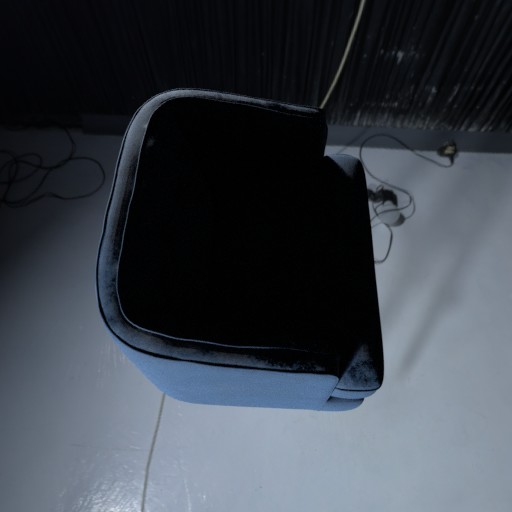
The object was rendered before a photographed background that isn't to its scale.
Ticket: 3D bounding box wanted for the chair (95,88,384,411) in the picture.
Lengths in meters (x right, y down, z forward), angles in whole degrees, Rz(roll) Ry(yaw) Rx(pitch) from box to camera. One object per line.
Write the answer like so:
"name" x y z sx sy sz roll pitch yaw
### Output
"chair" 0.000 0.000 1.770 0.940 0.852 1.094 2 62 1
